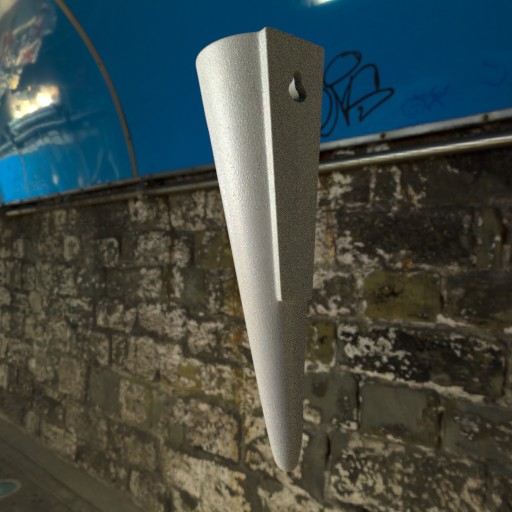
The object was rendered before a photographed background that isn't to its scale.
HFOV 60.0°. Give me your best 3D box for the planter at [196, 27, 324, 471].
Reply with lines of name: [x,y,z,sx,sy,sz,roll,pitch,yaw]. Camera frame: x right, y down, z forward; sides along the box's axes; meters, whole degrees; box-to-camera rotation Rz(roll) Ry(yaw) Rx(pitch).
planter: [0.000,0.000,0.219,0.057,0.191,0.064,0,-1,-35]
